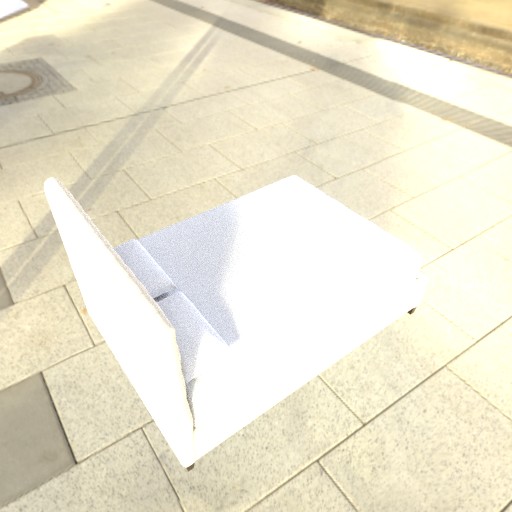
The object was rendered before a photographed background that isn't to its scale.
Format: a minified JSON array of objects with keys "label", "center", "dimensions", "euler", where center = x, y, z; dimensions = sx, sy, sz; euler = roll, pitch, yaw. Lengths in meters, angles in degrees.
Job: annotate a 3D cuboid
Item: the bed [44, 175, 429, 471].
[{"label":"bed","center":[0.000,0.000,3.478],"dimensions":[2.387,1.427,1.698],"euler":[-26,47,-27]}]
